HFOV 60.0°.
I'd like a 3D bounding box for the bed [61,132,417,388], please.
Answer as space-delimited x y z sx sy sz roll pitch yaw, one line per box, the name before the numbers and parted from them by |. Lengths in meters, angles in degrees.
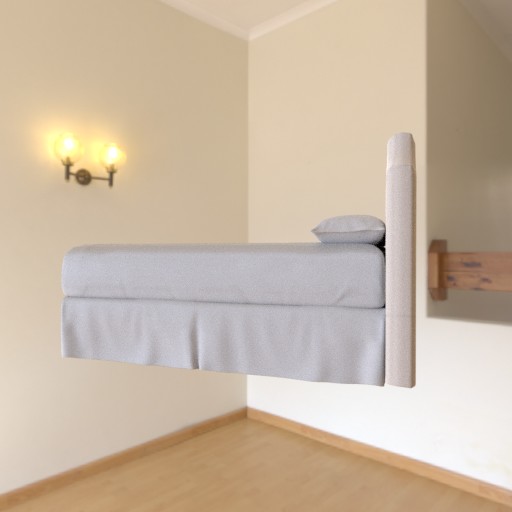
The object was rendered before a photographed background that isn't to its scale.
bed | 0.000 0.000 3.257 2.164 1.297 1.828 0 1 18
